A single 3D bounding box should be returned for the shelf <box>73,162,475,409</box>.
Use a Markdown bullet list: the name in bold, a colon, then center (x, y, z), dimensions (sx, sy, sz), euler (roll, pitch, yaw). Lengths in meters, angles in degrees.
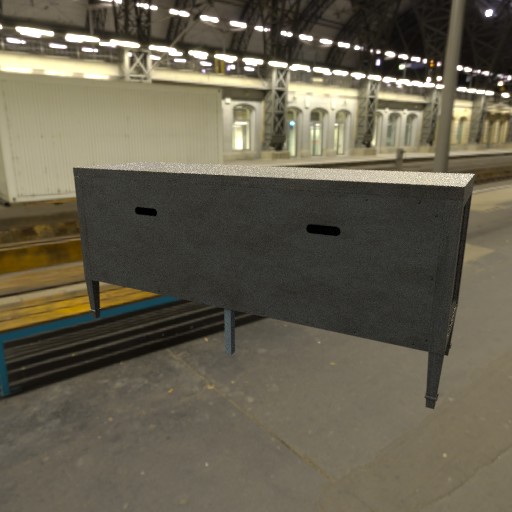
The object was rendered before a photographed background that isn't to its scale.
- **shelf**: center (0.000, 0.000, 1.886), dimensions (1.575, 0.719, 0.479), euler (8, 17, 27)
